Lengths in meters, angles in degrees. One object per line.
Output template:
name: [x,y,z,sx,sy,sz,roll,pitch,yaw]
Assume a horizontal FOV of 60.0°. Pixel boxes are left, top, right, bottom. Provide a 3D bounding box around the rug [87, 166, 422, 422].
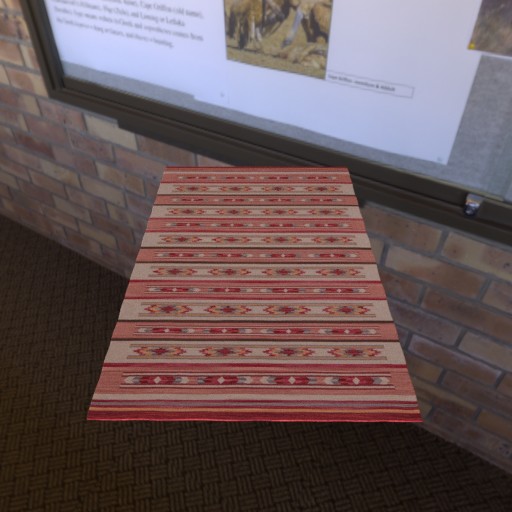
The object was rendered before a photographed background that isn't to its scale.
rug: [0.000,0.000,2.290,1.223,0.008,1.817,0,41,0]
